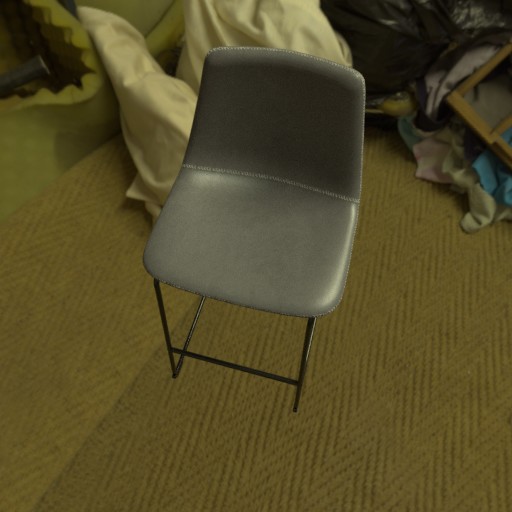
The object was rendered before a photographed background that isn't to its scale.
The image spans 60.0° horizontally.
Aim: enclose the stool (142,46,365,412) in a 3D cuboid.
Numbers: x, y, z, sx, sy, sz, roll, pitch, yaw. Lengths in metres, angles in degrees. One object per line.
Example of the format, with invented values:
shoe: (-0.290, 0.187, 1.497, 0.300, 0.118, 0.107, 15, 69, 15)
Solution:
stool: (0.000, 0.000, 1.193, 0.470, 0.876, 0.546, 13, 59, 8)
